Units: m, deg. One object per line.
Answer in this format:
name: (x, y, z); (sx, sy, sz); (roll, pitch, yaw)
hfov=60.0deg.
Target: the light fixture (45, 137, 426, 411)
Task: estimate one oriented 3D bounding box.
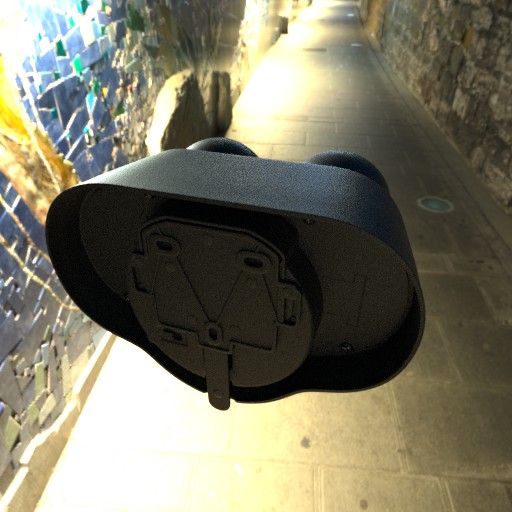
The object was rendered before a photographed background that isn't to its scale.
light fixture: (0.000, 0.000, 0.325); (0.229, 0.159, 0.159); (10, 34, 16)
